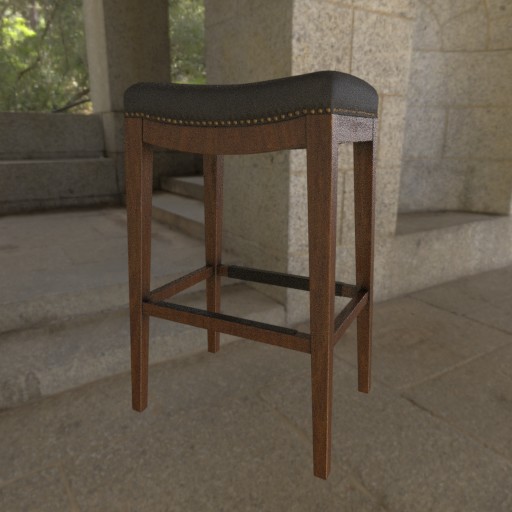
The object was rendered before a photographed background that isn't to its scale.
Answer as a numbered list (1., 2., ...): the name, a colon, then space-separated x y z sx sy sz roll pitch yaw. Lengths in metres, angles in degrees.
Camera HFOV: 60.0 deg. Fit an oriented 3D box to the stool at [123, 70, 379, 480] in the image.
1. stool: 0.000 0.000 1.032 0.500 0.765 0.361 8 18 26
